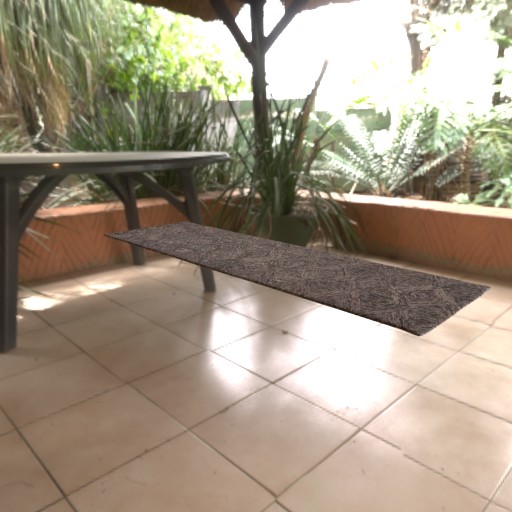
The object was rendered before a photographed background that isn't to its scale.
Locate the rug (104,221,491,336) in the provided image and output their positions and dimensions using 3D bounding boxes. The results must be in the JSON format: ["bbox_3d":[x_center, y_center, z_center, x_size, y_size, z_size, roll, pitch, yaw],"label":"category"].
[{"bbox_3d":[0.000,0.000,2.544,2.305,0.013,0.719,14,21,43],"label":"rug"}]
